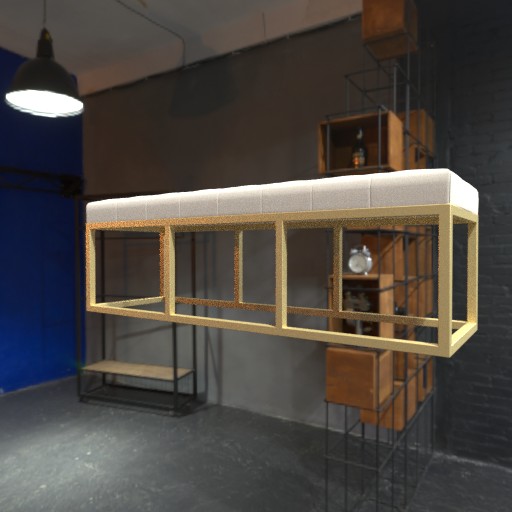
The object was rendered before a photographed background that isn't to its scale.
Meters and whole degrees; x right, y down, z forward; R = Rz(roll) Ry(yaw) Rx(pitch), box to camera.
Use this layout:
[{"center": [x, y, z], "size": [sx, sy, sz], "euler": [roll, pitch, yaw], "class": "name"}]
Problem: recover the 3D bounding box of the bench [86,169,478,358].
[{"center": [0.000, 0.000, 1.692], "size": [1.473, 0.484, 0.457], "euler": [1, 1, 34], "class": "bench"}]
